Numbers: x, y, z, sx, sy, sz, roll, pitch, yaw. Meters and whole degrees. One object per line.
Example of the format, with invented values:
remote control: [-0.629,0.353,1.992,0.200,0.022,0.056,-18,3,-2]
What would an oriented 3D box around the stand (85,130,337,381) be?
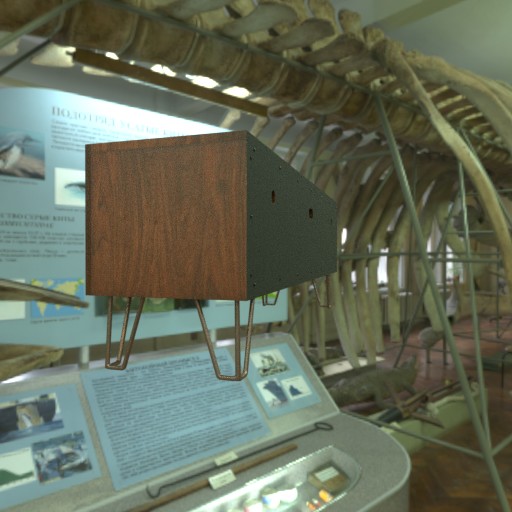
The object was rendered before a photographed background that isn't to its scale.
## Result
stand: [0.000,0.000,1.895,0.481,0.610,1.626,0,1,18]
